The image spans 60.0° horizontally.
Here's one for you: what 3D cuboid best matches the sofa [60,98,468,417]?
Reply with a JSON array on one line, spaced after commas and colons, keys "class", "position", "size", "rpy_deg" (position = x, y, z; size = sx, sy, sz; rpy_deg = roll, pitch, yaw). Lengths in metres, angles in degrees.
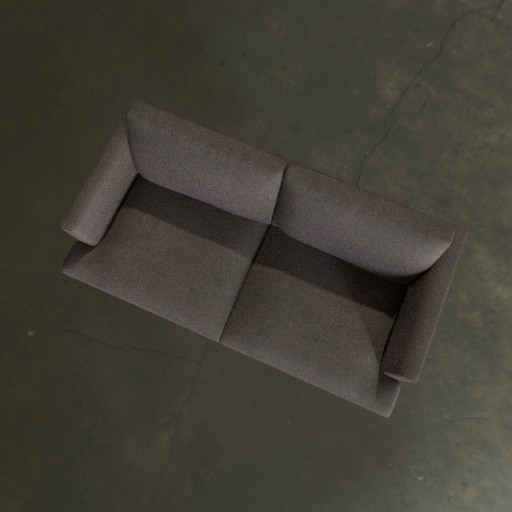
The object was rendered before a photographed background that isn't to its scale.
[{"class": "sofa", "position": [0.000, 0.000, 2.453], "size": [1.948, 0.868, 1.020], "rpy_deg": [23, 77, 6]}]
